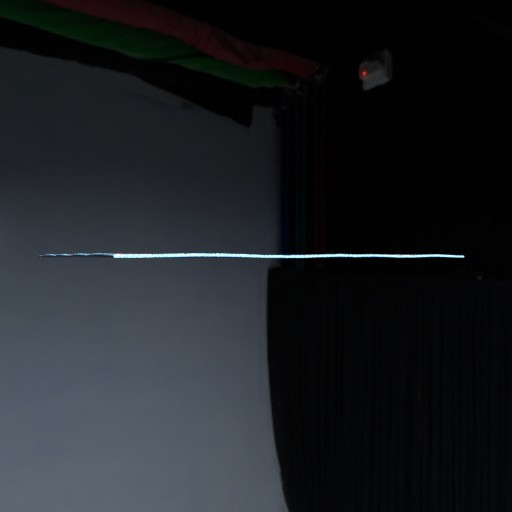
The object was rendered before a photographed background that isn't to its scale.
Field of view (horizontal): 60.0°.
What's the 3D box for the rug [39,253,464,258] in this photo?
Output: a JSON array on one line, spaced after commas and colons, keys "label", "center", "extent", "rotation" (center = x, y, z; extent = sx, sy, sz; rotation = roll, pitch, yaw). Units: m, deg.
[{"label": "rug", "center": [0.000, 0.000, 2.267], "extent": [1.847, 0.014, 1.195], "rotation": [0, 0, -35]}]
